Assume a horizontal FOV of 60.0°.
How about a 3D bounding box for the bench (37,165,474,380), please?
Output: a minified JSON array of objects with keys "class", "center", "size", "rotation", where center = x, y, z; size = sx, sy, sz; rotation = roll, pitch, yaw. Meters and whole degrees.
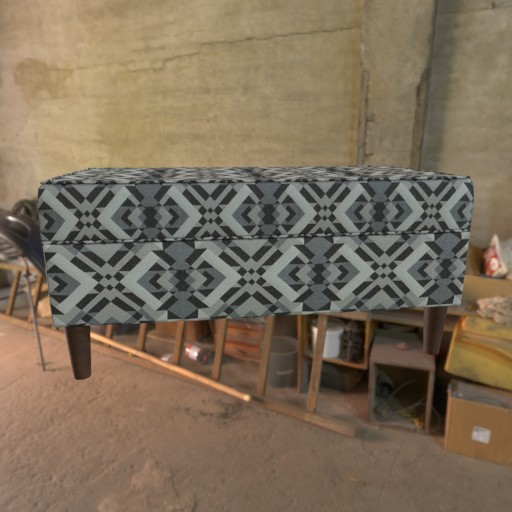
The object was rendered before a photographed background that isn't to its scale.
[{"class":"bench","center":[0.000,0.000,1.269],"size":[1.016,0.477,0.492],"rotation":[-2,15,-8]}]
